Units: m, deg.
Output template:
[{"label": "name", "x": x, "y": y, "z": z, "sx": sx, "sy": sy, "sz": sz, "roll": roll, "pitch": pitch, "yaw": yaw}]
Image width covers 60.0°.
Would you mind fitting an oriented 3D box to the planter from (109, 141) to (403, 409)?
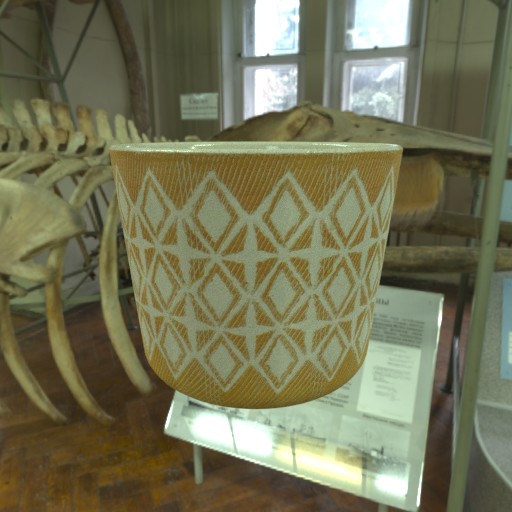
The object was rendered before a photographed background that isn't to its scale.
[{"label": "planter", "x": 0.000, "y": 0.000, "z": 0.214, "sx": 0.126, "sy": 0.104, "sz": 0.126, "roll": 0, "pitch": 16, "yaw": 0}]
